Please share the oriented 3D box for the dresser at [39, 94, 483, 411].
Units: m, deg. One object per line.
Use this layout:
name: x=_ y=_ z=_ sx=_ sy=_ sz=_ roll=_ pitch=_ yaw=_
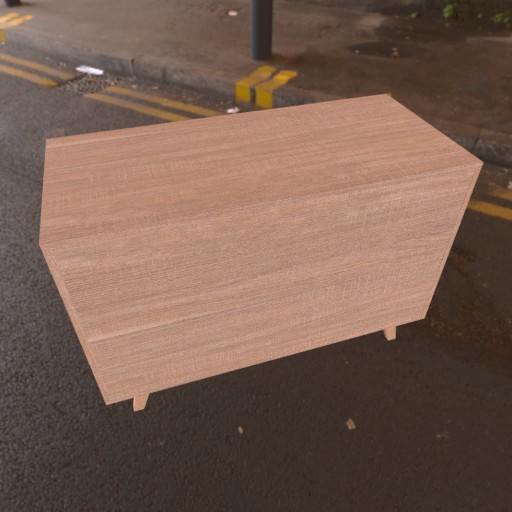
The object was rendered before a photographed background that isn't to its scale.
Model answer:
dresser: x=0.000 y=0.000 z=1.485 sx=1.110 sy=0.780 sz=0.500 roll=-12 pitch=43 yaw=-13
